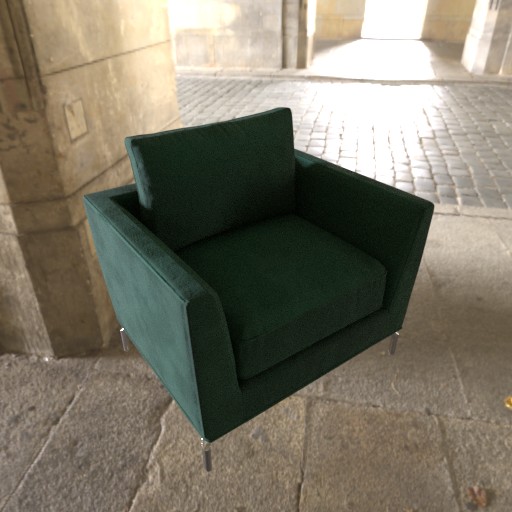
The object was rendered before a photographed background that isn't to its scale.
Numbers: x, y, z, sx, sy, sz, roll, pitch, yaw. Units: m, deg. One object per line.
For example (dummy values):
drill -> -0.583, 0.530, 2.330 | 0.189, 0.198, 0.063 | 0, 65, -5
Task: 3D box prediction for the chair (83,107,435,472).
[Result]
chair -> 0.000, 0.000, 1.789 | 1.047, 0.997, 0.852 | -21, 37, -30
